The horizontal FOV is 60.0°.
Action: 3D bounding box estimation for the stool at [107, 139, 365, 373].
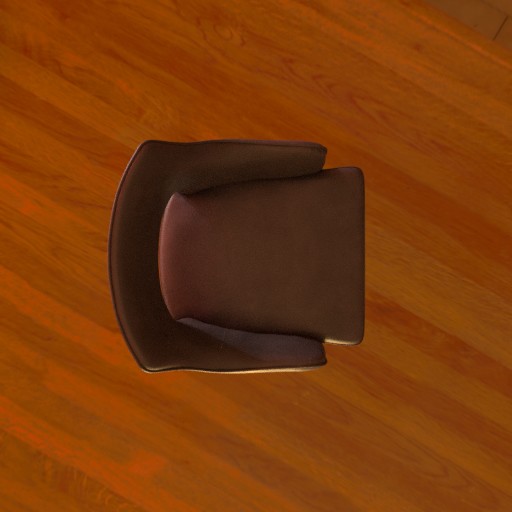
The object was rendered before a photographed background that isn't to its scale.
[{"bbox_3d":[0.000,0.000,1.270,0.560,0.936,0.550,0,90,0],"label":"stool"}]
